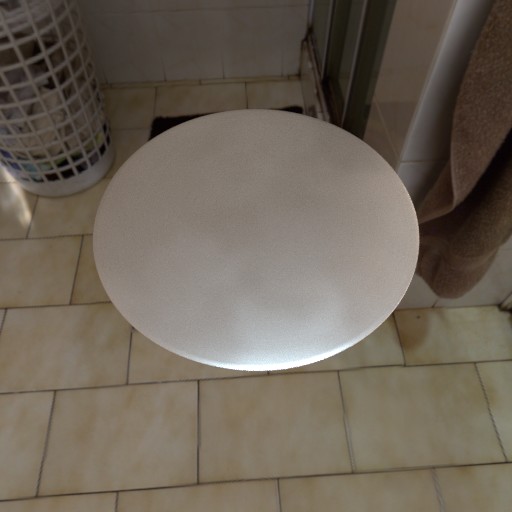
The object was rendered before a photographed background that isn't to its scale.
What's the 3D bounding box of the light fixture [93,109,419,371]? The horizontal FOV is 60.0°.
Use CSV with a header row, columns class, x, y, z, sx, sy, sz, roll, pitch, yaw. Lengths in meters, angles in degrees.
class,x,y,z,sx,sy,sz,roll,pitch,yaw
light fixture,0.000,0.000,0.443,0.280,0.135,0.280,0,57,0
